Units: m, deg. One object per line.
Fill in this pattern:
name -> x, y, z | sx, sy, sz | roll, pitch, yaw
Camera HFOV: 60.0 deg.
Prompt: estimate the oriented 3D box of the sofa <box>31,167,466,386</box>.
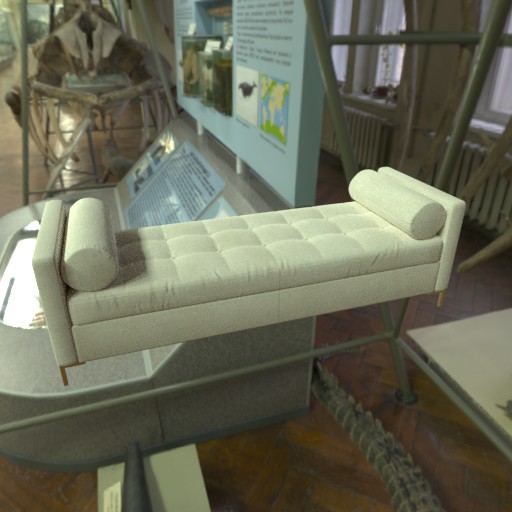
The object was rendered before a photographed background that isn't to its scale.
sofa -> 0.000, 0.000, 2.330 | 1.981, 0.635, 0.686 | -9, 28, -16
